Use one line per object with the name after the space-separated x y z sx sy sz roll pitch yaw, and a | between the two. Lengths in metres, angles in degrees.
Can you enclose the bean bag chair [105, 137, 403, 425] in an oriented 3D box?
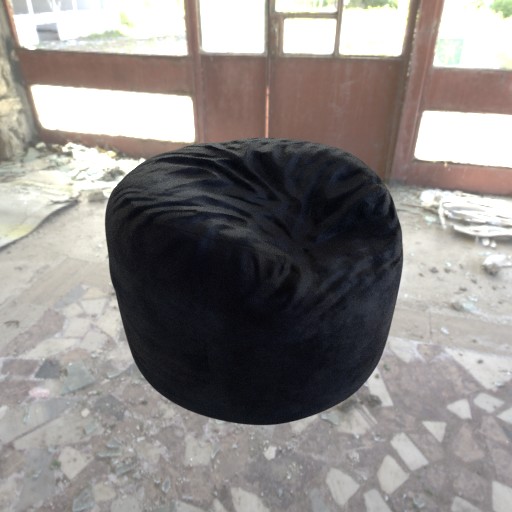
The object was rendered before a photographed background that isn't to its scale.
0.000 0.000 1.456 0.918 0.616 0.918 0 31 0 | bean bag chair
